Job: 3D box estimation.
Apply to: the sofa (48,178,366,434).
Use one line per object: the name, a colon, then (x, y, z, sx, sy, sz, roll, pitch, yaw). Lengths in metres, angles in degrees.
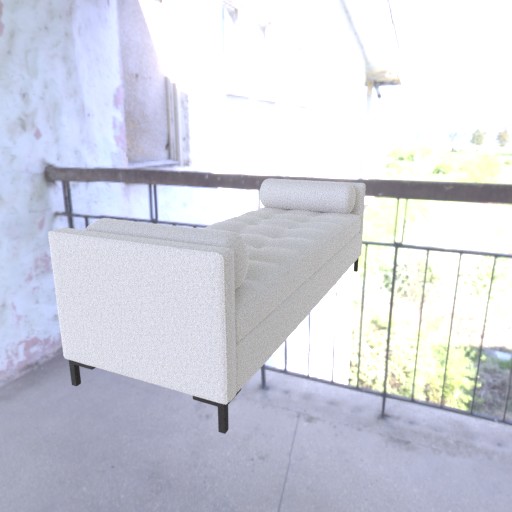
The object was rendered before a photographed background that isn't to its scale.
sofa: (0.000, 0.000, 2.365, 0.746, 0.641, 1.985, 7, 17, 24)
